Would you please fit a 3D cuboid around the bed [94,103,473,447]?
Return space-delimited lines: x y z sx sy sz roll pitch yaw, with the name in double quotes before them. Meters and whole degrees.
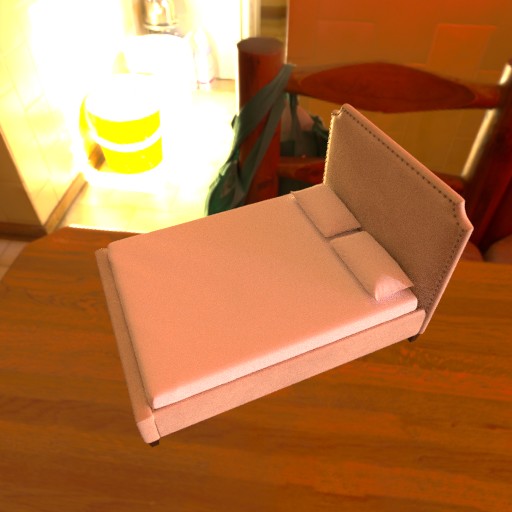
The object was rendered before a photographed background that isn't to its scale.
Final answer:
"bed" 0.000 0.000 3.476 2.372 1.443 1.712 -17 48 -16
